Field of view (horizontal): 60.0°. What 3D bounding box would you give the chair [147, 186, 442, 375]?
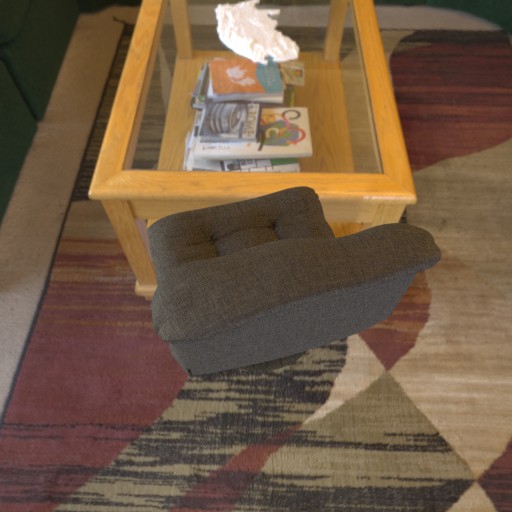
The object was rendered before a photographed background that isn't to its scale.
[{"bbox_3d":[0.000,0.000,1.228,0.597,0.749,0.668,-14,59,-9],"label":"chair"}]
